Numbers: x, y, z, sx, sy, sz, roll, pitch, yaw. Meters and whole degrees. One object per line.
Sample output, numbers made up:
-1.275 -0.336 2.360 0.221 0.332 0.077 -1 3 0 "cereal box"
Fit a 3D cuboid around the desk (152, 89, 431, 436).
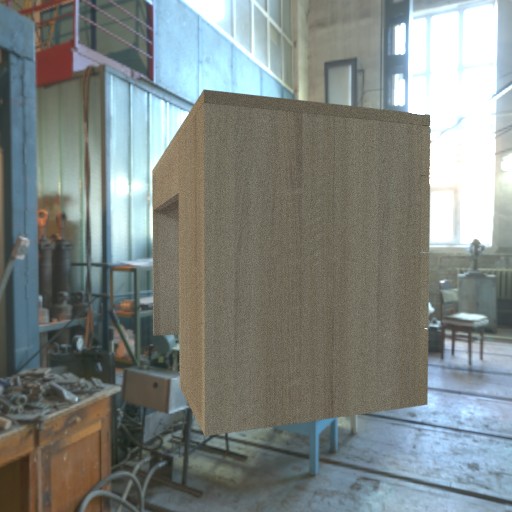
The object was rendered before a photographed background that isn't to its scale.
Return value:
0.000 0.000 1.549 0.600 0.731 1.100 -1 2 -19 "desk"
